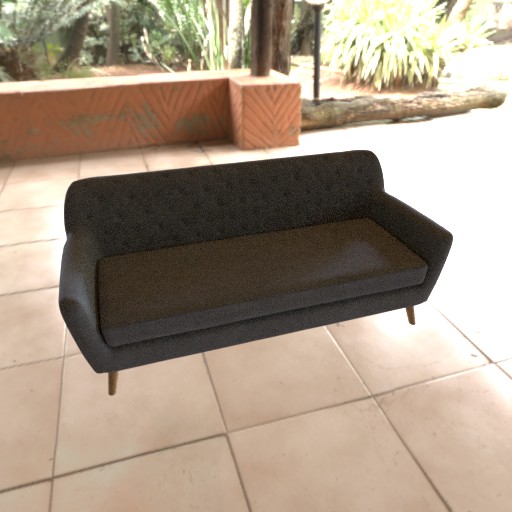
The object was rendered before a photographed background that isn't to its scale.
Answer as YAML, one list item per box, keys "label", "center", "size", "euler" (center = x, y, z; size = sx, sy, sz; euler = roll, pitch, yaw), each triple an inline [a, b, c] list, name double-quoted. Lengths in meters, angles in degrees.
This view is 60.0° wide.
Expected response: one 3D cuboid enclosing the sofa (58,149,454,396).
- label: "sofa"
  center: [0.000, 0.000, 2.467]
  size: [1.970, 0.830, 0.830]
  euler: [-9, 32, -16]
